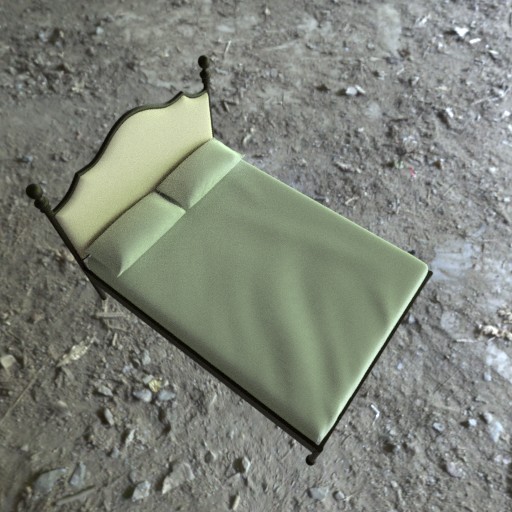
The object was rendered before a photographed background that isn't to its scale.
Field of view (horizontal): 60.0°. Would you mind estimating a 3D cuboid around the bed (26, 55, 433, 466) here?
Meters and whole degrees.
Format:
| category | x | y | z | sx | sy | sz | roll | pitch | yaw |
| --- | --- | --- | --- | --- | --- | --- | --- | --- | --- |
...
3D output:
| category | x | y | z | sx | sy | sz | roll | pitch | yaw |
| --- | --- | --- | --- | --- | --- | --- | --- | --- | --- |
| bed | 0.000 | 0.000 | 3.214 | 2.224 | 1.499 | 1.642 | 33 | 64 | 18 |
